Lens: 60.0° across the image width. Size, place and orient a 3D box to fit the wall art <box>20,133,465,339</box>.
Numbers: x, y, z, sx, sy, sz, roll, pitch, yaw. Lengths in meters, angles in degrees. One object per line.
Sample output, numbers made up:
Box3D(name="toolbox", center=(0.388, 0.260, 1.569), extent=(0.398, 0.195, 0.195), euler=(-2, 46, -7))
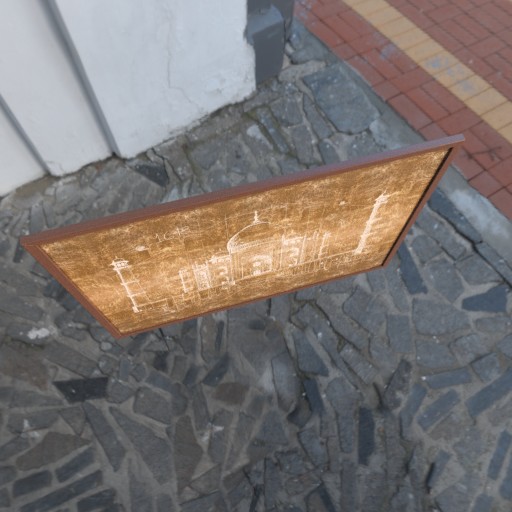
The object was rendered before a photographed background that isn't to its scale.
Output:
Box3D(name="wall art", center=(0.000, 0.000, 0.840), extent=(0.660, 0.455, 0.014), euler=(-14, 64, -7))
